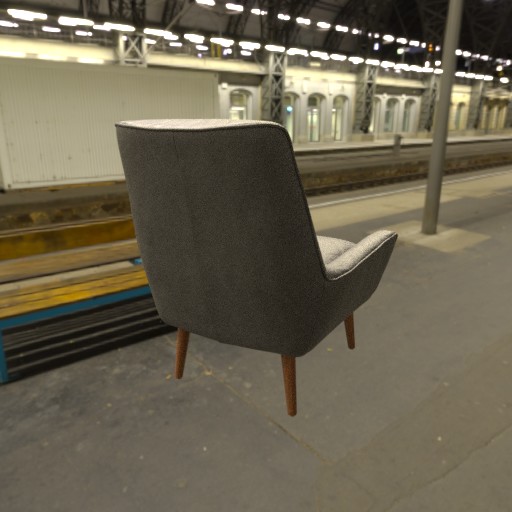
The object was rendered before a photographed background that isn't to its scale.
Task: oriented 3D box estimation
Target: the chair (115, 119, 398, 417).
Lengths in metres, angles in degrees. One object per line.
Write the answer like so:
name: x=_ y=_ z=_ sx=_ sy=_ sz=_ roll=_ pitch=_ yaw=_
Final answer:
chair: x=0.000 y=0.000 z=1.506 sx=0.787 sy=0.888 sz=0.822 roll=9 pitch=19 yaw=27
